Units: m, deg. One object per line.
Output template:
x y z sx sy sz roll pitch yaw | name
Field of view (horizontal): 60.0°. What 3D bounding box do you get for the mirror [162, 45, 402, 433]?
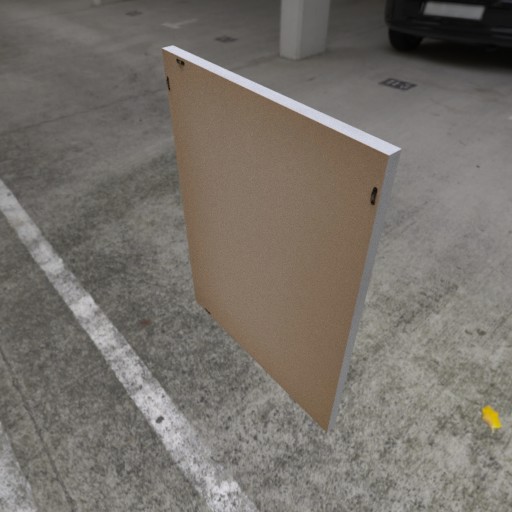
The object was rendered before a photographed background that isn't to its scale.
0.000 0.000 1.336 0.041 1.016 0.762 -29 50 -29 | mirror
